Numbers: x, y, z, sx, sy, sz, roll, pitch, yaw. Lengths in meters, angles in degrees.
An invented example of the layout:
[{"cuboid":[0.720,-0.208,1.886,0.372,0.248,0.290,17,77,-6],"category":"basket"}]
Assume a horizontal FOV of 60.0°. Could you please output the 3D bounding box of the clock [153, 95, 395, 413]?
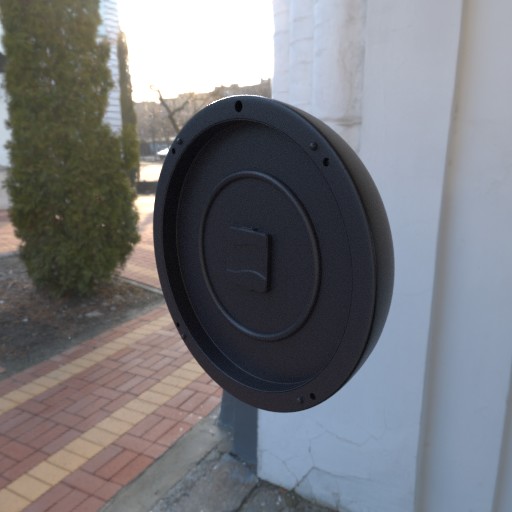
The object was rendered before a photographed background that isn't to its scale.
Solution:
[{"cuboid":[0.000,0.000,0.443,0.060,0.300,0.300,-13,19,-43],"category":"clock"}]
